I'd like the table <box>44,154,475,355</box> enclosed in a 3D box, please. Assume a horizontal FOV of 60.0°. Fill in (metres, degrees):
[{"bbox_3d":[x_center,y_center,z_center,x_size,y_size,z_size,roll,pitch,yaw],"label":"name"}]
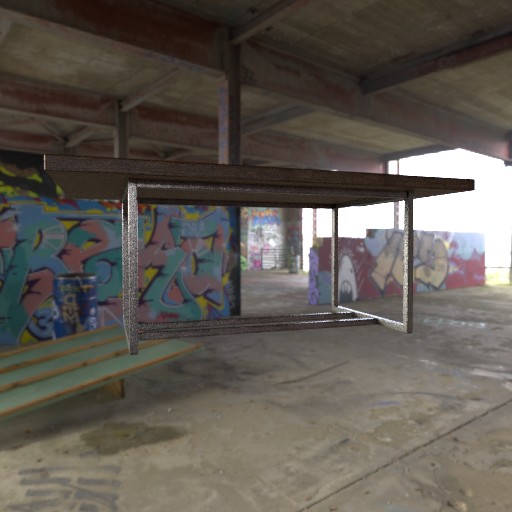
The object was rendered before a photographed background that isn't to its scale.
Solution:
[{"bbox_3d":[0.000,0.000,2.452,1.989,0.795,1.078,-1,2,-18],"label":"table"}]
